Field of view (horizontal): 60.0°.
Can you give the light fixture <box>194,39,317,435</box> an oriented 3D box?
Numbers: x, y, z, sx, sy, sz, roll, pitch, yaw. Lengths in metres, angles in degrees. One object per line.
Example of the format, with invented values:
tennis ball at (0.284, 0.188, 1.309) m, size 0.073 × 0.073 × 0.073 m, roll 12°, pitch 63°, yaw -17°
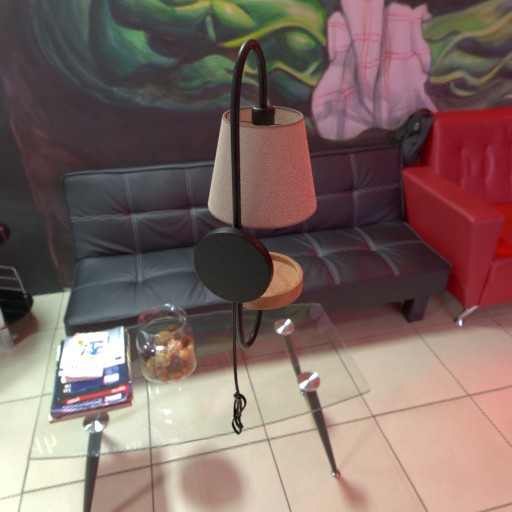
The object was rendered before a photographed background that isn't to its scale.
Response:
light fixture at (0.000, 0.000, 0.924) m, size 0.220 × 0.821 × 0.299 m, roll 10°, pitch 33°, yaw 16°
